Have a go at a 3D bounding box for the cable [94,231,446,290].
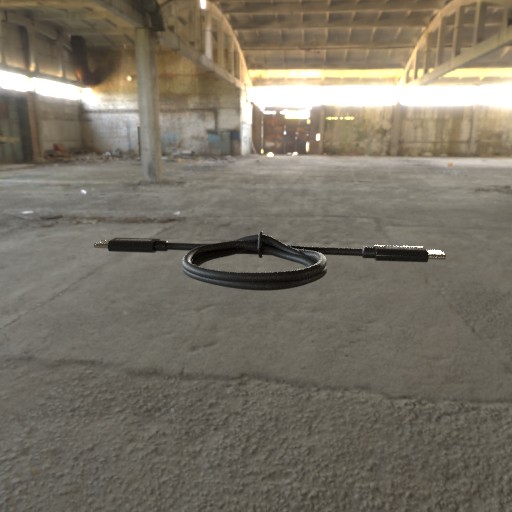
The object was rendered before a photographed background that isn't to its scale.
[{"bbox_3d":[0.000,0.000,0.211,0.186,0.014,0.070,2,15,7],"label":"cable"}]
